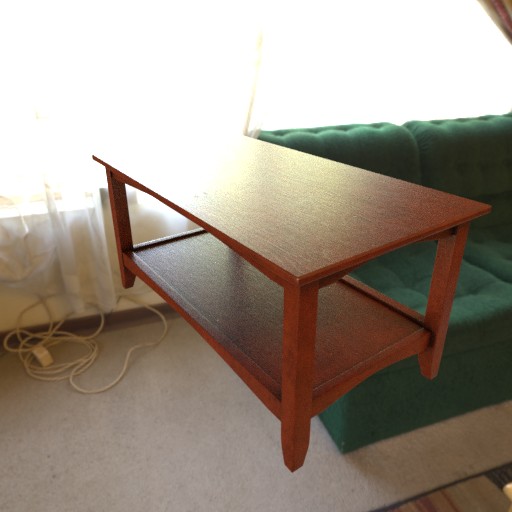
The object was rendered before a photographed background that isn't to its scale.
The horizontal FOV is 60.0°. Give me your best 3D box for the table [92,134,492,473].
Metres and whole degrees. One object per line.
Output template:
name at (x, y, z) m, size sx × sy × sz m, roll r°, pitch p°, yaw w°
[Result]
table at (0.000, 0.000, 1.225) m, size 0.533 × 0.456 × 0.943 m, roll -18°, pitch 31°, yaw -32°
